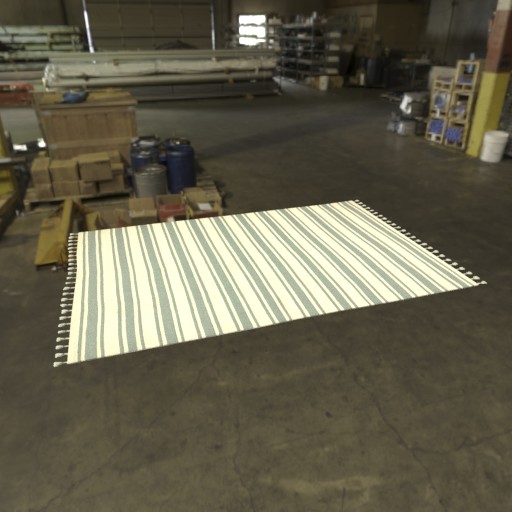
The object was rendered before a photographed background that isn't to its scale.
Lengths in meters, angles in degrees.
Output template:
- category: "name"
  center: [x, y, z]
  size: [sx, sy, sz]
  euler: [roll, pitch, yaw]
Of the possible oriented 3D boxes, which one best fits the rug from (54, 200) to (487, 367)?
- category: "rug"
  center: [0.000, 0.000, 2.960]
  size: [2.410, 0.011, 1.539]
  euler: [-8, 28, -16]
